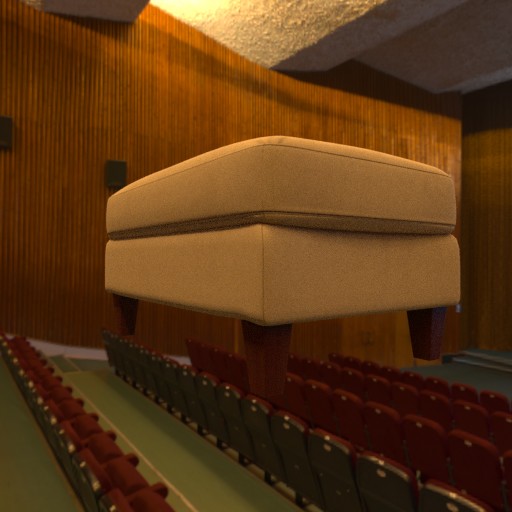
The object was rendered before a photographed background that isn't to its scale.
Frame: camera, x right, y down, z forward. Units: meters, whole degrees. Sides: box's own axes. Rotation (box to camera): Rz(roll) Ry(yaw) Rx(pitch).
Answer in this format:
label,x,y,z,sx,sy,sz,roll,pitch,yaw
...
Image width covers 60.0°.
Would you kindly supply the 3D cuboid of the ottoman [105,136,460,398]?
label,x,y,z,sx,sy,sz,roll,pitch,yaw
ottoman,0.000,0.000,1.205,0.584,0.483,0.864,0,0,-35
